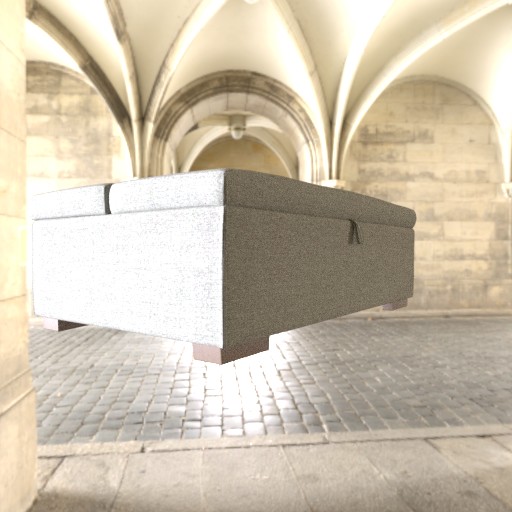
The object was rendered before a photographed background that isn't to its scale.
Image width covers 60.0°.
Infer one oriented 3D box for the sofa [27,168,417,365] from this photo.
[{"bbox_3d":[0.000,0.000,1.598,0.817,0.434,1.250,1,1,37],"label":"sofa"}]
